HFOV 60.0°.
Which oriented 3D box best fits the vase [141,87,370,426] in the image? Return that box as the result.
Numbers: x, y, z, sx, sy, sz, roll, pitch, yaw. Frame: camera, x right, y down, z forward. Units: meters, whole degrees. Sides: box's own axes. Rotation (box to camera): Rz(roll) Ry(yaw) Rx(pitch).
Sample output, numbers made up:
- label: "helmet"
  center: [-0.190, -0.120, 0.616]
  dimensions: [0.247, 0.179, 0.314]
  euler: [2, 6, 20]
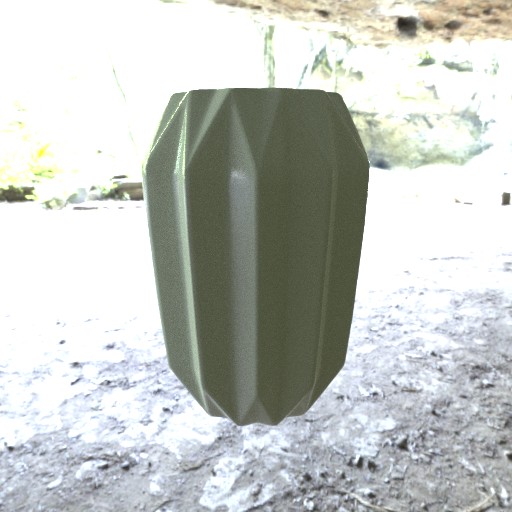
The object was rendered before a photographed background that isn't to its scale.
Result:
- label: "vase"
  center: [0.000, 0.000, 0.399]
  dimensions: [0.195, 0.275, 0.195]
  euler: [0, 16, 0]
